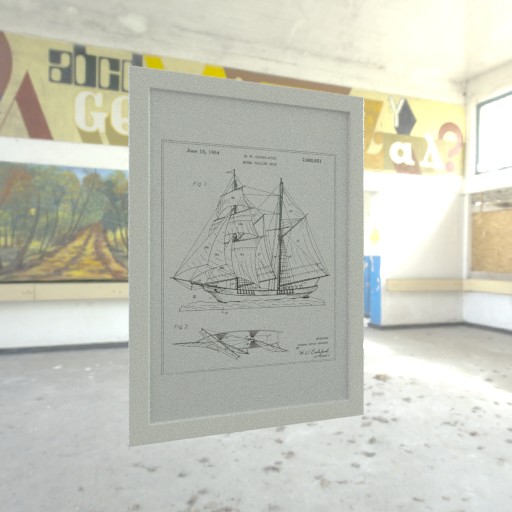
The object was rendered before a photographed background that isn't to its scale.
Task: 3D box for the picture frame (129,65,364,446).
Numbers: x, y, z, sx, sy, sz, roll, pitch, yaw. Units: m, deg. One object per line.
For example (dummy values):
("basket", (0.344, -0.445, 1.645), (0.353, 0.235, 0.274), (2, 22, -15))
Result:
("picture frame", (0.000, 0.000, 0.687), (0.381, 0.534, 0.012), (0, 0, -19))
